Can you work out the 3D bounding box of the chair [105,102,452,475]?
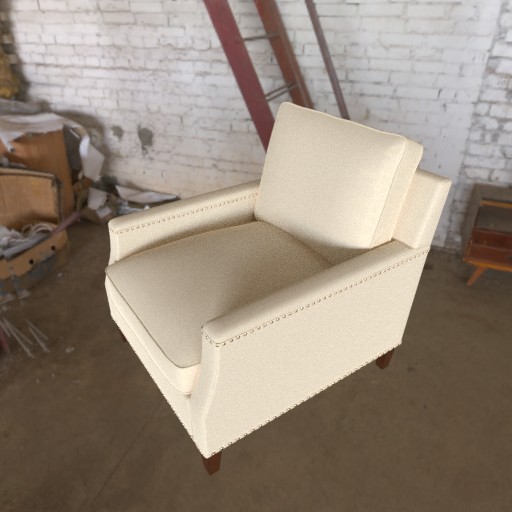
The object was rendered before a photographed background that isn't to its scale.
[{"bbox_3d":[0.000,0.000,1.686,1.014,0.943,0.853,-20,36,-29],"label":"chair"}]
